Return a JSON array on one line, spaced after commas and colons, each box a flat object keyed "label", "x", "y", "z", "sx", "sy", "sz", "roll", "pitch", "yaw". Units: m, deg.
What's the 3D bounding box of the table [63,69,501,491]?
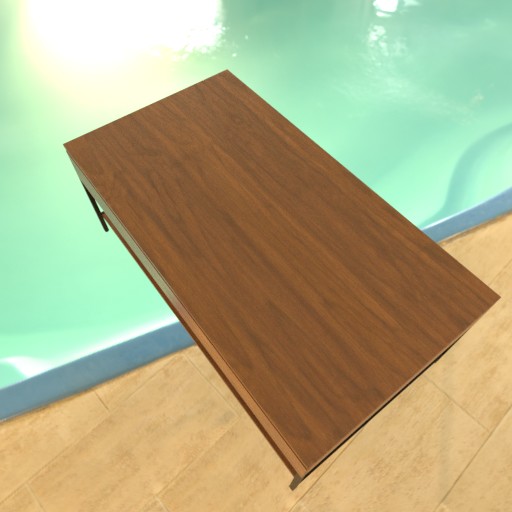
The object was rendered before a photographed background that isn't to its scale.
[{"label": "table", "x": 0.000, "y": 0.000, "z": 1.299, "sx": 0.574, "sy": 0.414, "sz": 1.057, "roll": -33, "pitch": 63, "yaw": -19}]
